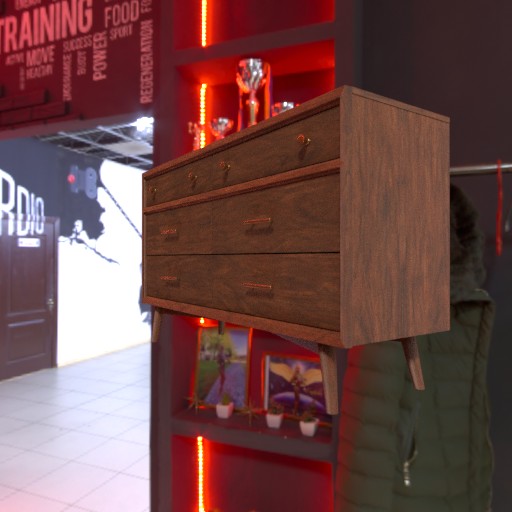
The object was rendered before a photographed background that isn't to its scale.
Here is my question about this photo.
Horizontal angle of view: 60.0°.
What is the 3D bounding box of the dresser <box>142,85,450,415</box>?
[{"bbox_3d":[0.000,0.000,1.891,0.500,0.889,1.472,0,0,-35],"label":"dresser"}]
